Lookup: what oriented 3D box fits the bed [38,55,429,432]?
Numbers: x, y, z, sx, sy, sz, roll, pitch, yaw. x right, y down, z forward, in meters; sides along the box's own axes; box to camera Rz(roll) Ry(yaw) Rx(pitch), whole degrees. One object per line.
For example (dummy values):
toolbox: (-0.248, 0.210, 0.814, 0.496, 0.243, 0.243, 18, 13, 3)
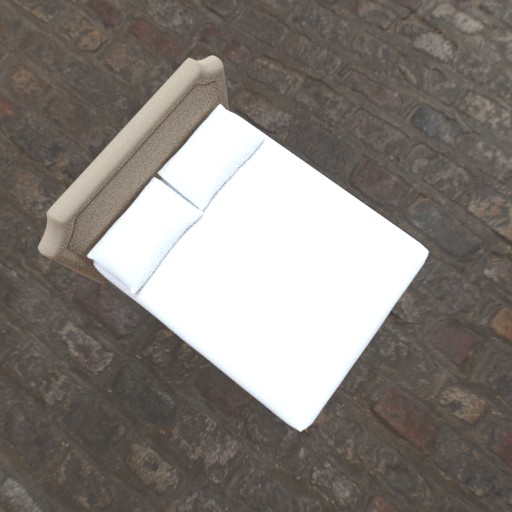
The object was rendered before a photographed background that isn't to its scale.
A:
bed: (0.000, 0.000, 3.284, 2.204, 1.301, 1.828, 37, 80, 8)
